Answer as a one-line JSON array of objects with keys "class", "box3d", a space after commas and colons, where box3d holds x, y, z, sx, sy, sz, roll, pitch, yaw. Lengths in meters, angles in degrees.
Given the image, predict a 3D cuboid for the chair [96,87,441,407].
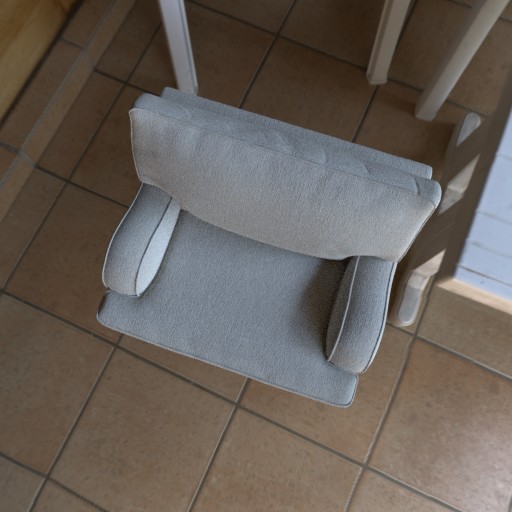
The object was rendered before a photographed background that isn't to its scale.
[{"class": "chair", "box3d": [0.000, 0.000, 2.024, 1.220, 1.016, 1.041, 18, 77, 4]}]
